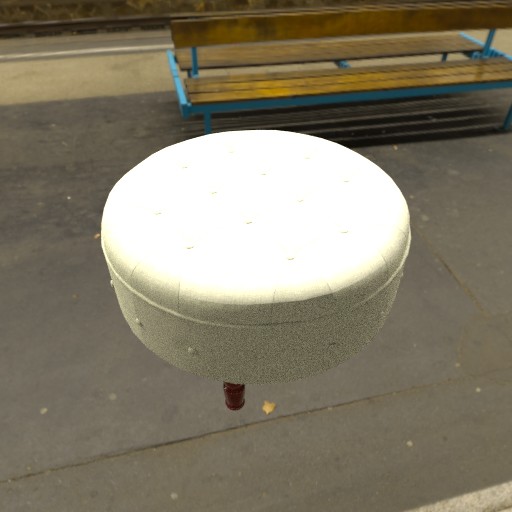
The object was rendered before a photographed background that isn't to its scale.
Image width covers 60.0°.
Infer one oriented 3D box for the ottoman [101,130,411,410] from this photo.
[{"bbox_3d":[0.000,0.000,1.363,0.850,0.483,0.850,0,41,0],"label":"ottoman"}]
